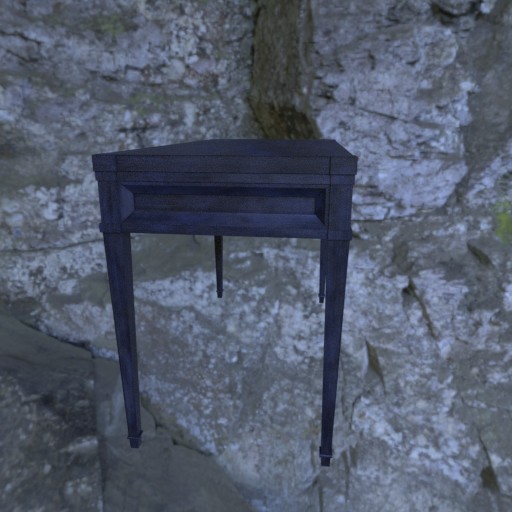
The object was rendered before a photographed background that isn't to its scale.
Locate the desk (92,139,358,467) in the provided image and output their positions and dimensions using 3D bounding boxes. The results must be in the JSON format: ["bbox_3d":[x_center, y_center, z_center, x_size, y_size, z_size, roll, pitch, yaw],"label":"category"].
[{"bbox_3d":[0.000,0.000,1.761,0.630,0.861,1.289,2,17,7],"label":"desk"}]
